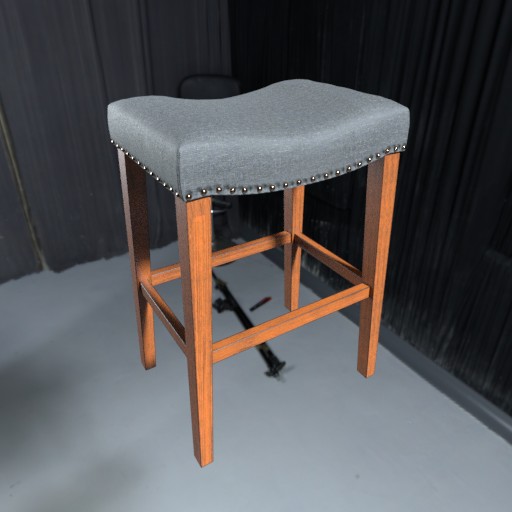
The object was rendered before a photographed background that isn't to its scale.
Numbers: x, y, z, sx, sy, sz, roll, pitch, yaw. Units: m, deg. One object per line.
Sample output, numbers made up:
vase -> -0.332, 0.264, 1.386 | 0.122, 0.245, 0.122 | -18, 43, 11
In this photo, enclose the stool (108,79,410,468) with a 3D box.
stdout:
stool -> 0.000, 0.000, 0.877 | 0.439, 0.612, 0.320 | -18, 35, -27
